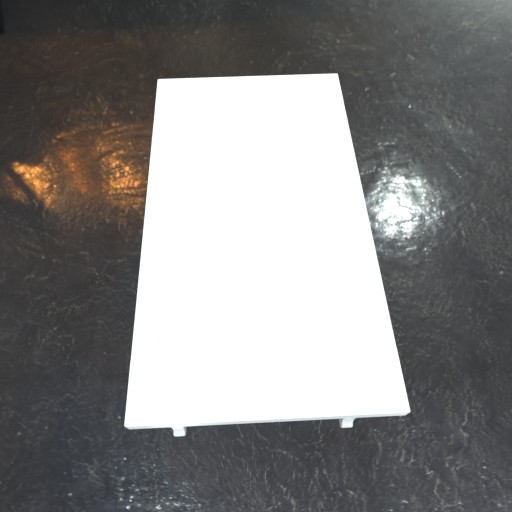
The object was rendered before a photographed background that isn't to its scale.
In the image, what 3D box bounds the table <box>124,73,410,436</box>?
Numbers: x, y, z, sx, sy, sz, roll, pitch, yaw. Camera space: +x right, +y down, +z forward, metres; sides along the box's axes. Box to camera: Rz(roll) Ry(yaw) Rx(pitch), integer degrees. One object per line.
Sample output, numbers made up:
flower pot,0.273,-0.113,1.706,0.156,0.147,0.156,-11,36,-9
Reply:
table,0.000,0.000,1.383,0.600,0.495,1.062,-2,60,-1
